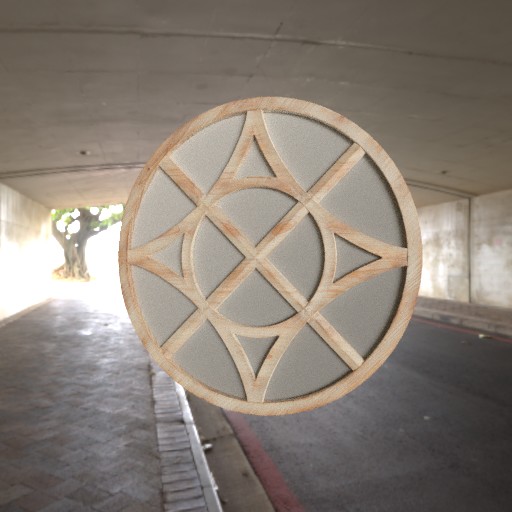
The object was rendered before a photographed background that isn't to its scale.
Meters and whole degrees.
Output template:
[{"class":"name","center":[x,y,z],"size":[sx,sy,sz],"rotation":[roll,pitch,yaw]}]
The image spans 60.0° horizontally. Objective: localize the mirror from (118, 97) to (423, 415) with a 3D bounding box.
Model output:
[{"class":"mirror","center":[0.000,0.000,1.011],"size":[0.710,0.710,0.038],"rotation":[0,0,18]}]
